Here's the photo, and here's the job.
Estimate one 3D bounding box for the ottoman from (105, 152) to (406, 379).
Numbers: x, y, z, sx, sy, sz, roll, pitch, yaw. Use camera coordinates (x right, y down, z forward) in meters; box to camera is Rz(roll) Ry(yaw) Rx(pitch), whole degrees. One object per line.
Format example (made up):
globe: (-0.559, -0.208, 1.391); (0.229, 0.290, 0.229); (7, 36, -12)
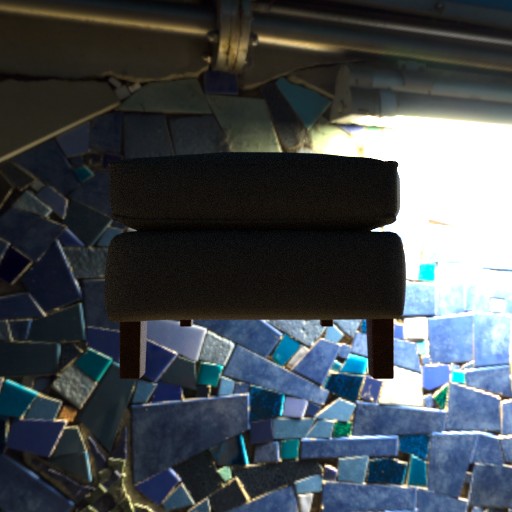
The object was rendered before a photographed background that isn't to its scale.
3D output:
ottoman: (0.000, 0.000, 1.017); (0.508, 0.406, 0.686); (0, -1, 0)
